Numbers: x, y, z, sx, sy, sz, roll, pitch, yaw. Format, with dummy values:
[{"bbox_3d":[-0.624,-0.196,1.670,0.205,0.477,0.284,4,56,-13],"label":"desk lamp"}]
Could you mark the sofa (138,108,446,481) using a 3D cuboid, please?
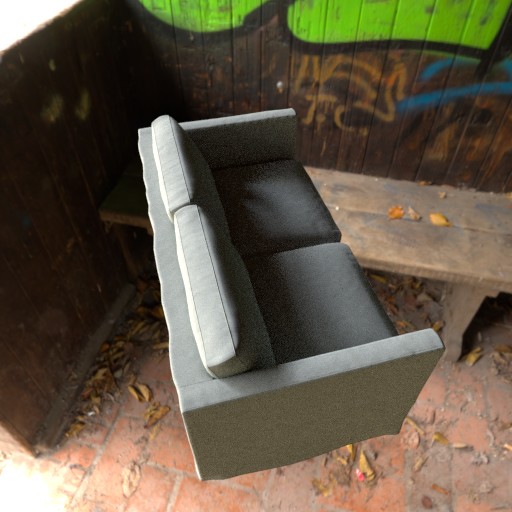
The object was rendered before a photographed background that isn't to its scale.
[{"bbox_3d":[0.000,0.000,2.200,0.944,0.830,1.727,-11,48,-10],"label":"sofa"}]
